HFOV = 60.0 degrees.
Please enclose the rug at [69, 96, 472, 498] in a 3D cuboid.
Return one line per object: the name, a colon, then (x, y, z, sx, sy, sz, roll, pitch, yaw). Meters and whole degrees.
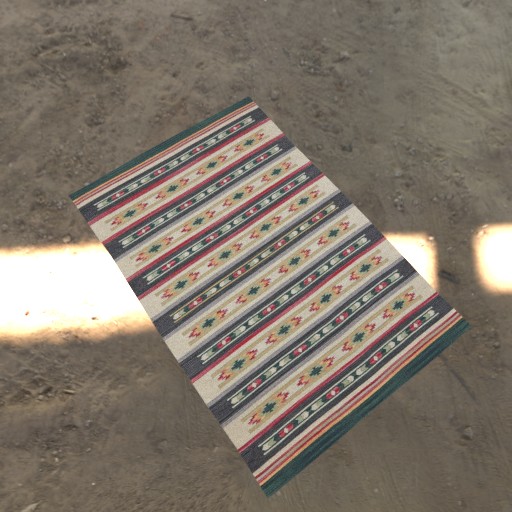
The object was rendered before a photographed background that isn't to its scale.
rug: (0.000, 0.000, 2.274, 1.221, 0.009, 1.825, -34, 69, -15)
